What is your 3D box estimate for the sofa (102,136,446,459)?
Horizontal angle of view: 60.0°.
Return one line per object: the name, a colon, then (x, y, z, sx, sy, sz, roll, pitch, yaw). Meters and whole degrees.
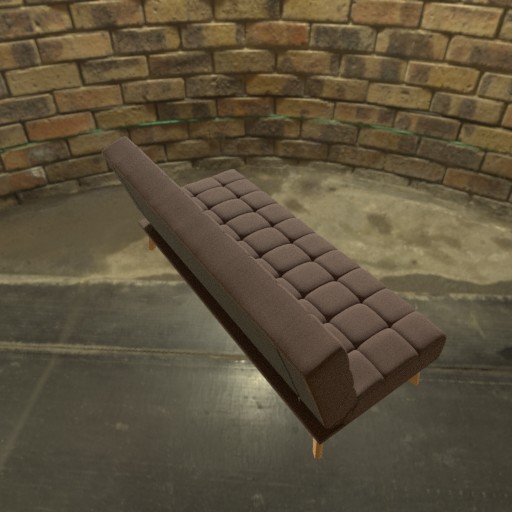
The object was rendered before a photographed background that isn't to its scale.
sofa: (0.000, 0.000, 2.310, 0.860, 0.810, 1.800, -25, 47, -25)
